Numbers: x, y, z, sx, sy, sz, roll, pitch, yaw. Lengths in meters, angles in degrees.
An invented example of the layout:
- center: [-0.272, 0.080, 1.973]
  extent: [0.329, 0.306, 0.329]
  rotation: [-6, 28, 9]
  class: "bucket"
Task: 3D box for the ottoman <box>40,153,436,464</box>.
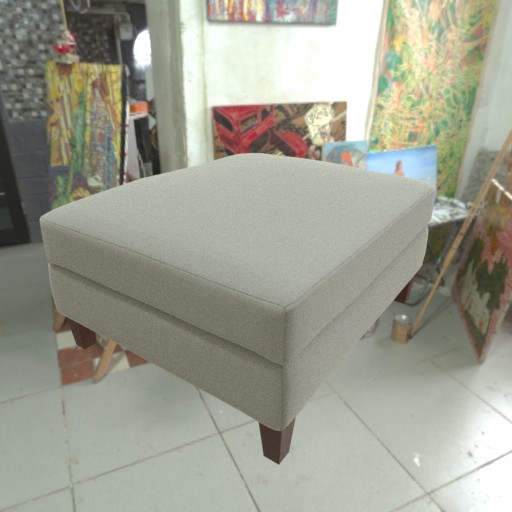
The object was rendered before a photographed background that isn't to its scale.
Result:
- center: [0.000, 0.000, 1.428]
  extent: [0.836, 0.492, 0.976]
  rotation: [17, 30, 32]
  class: "ottoman"
